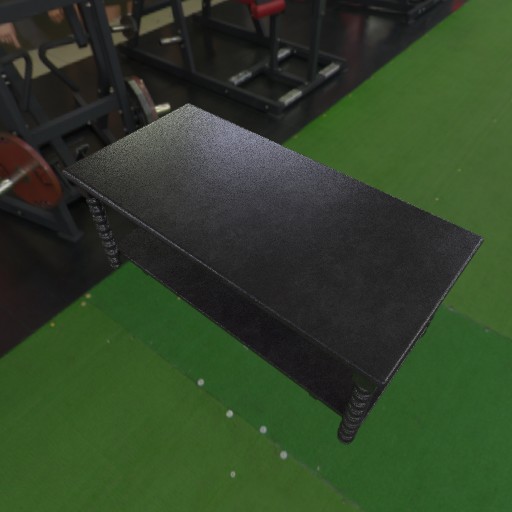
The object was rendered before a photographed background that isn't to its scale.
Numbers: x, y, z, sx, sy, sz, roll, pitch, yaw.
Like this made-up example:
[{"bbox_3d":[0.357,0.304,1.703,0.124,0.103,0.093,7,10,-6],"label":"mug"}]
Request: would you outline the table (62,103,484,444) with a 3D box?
[{"bbox_3d":[0.000,0.000,1.503,1.171,0.487,0.580,31,55,26],"label":"table"}]
